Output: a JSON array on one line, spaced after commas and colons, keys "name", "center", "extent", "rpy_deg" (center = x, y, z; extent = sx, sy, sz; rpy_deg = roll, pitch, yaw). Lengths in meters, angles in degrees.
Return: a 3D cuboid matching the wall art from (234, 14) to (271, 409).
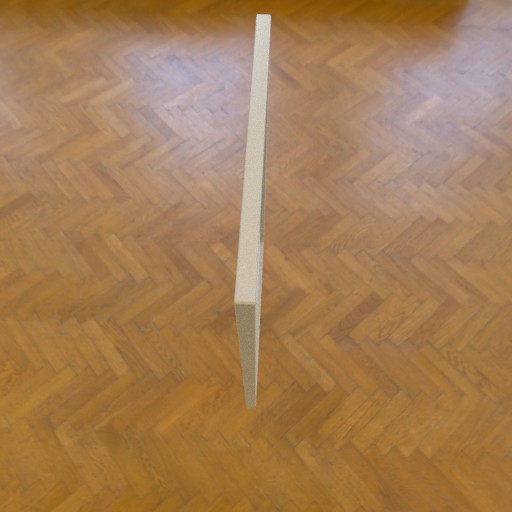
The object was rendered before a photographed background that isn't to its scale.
[{"name": "wall art", "center": [0.000, 0.000, 1.027], "extent": [0.026, 0.813, 0.556], "rpy_deg": [3, 63, 1]}]
